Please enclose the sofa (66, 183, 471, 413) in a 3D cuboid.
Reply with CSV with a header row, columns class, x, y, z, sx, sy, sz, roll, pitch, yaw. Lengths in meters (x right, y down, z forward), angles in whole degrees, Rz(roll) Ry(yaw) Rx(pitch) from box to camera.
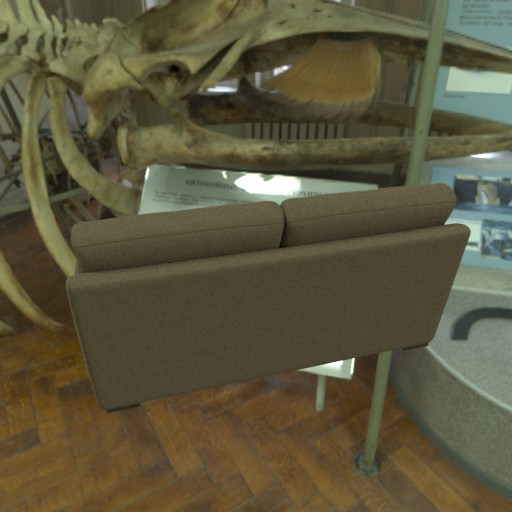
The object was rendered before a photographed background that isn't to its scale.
class,x,y,z,sx,sy,sz,roll,pitch,yaw
sofa,0.000,0.000,2.475,1.869,0.950,1.140,-8,30,-14
